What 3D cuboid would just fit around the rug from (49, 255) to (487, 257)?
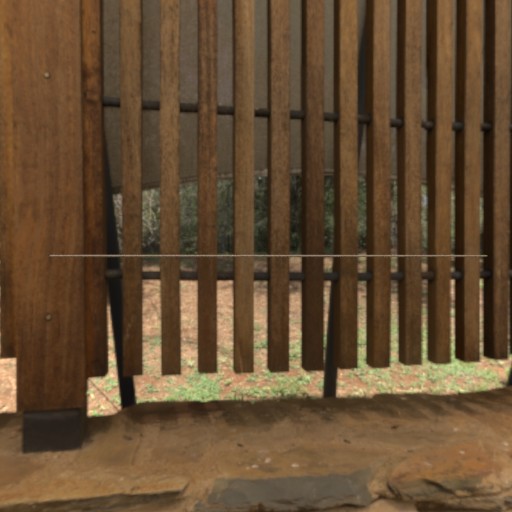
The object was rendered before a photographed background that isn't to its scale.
[{"bbox_3d":[0.000,0.000,3.749,2.890,0.013,2.005,0,0,-16],"label":"rug"}]
